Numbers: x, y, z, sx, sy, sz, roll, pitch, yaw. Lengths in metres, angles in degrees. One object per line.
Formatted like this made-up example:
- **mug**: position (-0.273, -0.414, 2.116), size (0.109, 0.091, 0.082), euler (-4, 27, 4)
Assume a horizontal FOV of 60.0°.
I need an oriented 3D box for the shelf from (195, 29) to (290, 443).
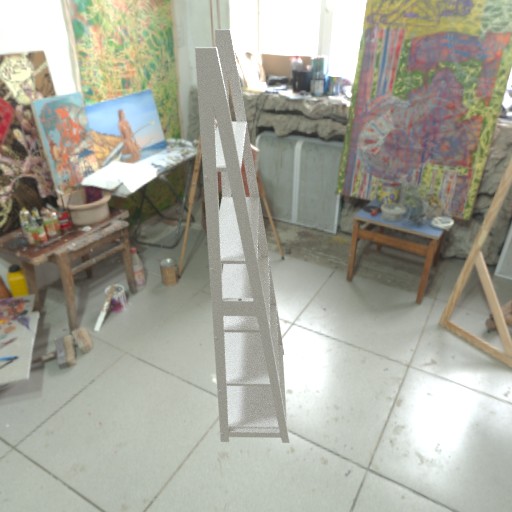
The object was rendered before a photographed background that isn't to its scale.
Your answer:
- **shelf**: position (0.000, 0.000, 2.001), size (0.341, 1.779, 0.636), euler (0, 31, 1)
